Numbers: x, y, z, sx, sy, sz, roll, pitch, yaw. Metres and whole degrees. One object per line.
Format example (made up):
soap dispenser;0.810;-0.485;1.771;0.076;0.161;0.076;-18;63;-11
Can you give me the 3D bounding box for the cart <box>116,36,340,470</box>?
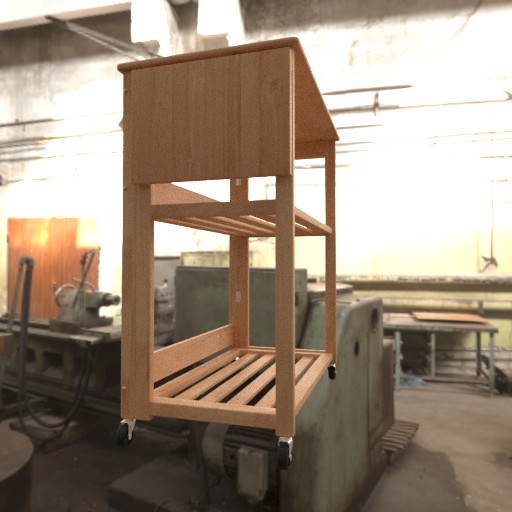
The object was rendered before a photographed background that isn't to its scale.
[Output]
cart;0.000;0.000;1.345;0.432;0.879;0.853;0;-1;17
